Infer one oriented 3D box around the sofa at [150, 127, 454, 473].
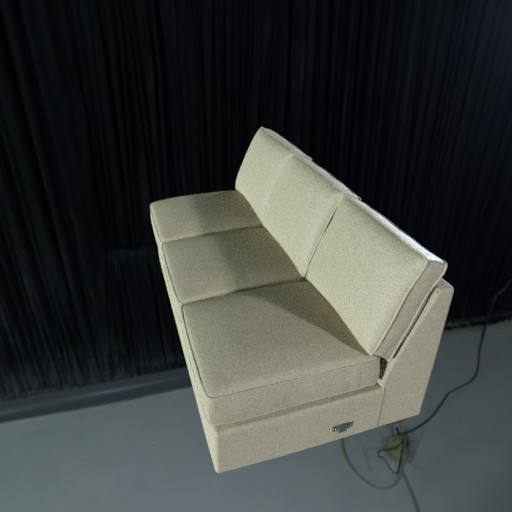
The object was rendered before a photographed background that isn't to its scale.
[{"bbox_3d":[0.000,0.000,2.542,1.027,0.973,1.962,-9,31,-15],"label":"sofa"}]
